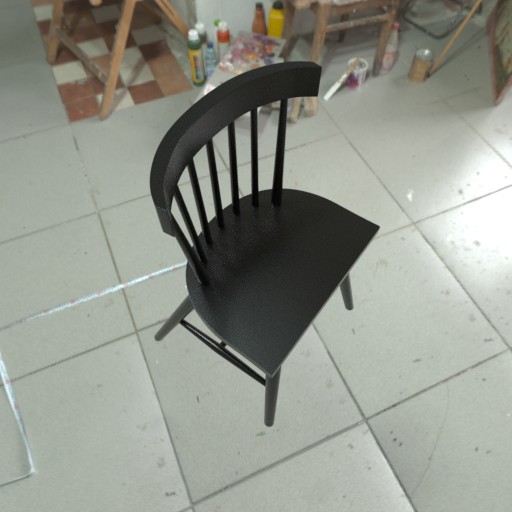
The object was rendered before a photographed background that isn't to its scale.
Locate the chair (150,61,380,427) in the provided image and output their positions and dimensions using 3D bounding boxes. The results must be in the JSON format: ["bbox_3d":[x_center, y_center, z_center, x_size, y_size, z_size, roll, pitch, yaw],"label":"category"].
[{"bbox_3d":[0.000,0.000,1.150,0.483,0.844,0.506,32,63,18],"label":"chair"}]
